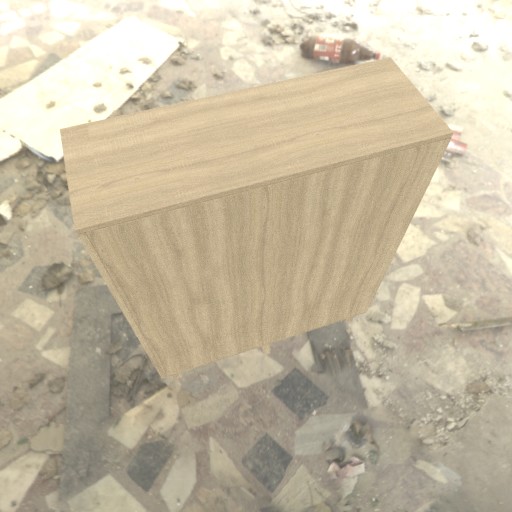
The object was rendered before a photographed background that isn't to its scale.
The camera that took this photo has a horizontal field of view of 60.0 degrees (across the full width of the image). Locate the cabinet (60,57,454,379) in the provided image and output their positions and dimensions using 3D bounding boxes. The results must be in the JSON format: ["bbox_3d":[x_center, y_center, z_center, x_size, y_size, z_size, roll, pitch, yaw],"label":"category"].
[{"bbox_3d":[0.000,0.000,1.908,1.111,1.388,0.398,-16,59,-10],"label":"cabinet"}]
